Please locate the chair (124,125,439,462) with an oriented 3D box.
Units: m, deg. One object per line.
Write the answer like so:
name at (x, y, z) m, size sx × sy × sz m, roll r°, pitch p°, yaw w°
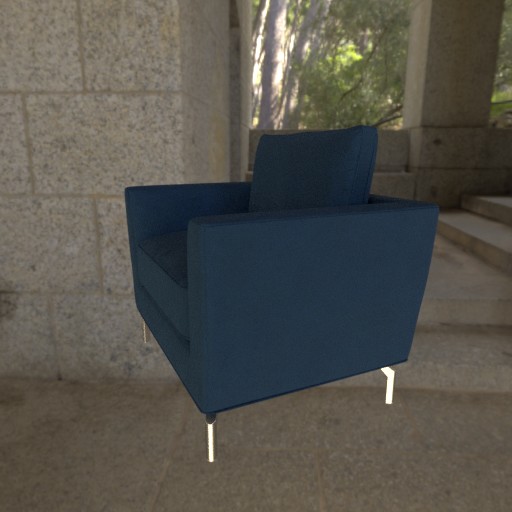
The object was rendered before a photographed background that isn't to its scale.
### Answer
chair at (0.000, 0.000, 1.604) m, size 0.746 × 0.893 × 0.977 m, roll -7°, pitch 15°, yaw -25°
